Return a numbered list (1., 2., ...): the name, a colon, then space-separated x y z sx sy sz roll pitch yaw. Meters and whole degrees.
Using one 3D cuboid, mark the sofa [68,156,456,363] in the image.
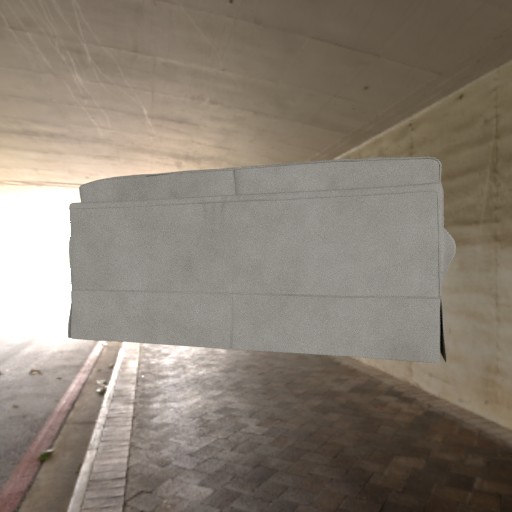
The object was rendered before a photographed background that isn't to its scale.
1. sofa: 0.000 0.000 2.765 2.246 1.014 0.900 0 -1 19
